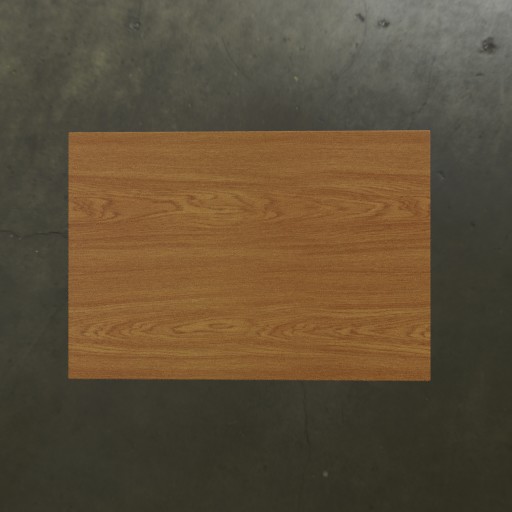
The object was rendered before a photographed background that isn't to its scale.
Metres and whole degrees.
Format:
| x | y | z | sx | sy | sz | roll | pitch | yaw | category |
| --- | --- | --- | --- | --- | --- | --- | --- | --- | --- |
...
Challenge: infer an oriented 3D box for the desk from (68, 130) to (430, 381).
| x | y | z | sx | sy | sz | roll | pitch | yaw | category |
| --- | --- | --- | --- | --- | --- | --- | --- | --- | --- |
| 0.000 | 0.000 | 1.085 | 0.600 | 0.730 | 0.404 | 0 | 90 | 1 | desk |
